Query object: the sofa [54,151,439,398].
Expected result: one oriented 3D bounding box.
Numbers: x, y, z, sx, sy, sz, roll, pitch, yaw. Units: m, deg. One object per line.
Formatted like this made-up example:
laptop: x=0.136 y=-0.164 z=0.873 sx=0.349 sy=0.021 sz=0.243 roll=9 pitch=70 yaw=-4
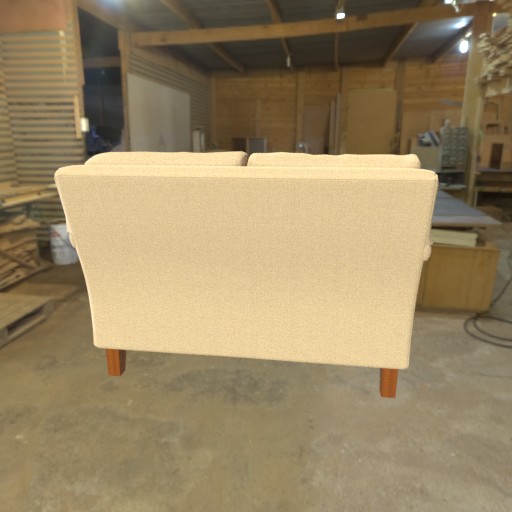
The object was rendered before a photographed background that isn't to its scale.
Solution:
sofa: x=0.000 y=0.000 z=2.240 sx=1.508 sy=1.048 sz=1.087 roll=2 pitch=16 yaw=8
